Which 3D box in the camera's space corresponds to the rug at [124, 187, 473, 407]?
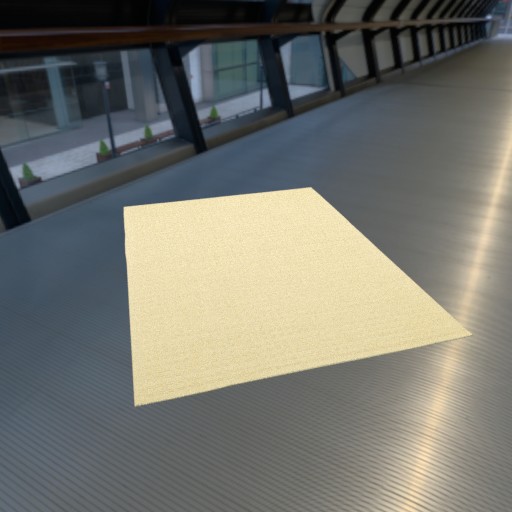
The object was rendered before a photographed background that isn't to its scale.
[{"bbox_3d":[0.000,0.000,4.328,2.452,0.016,3.204,-8,30,-14],"label":"rug"}]
